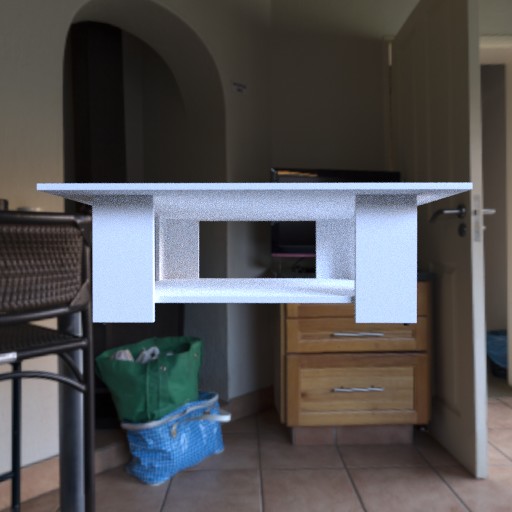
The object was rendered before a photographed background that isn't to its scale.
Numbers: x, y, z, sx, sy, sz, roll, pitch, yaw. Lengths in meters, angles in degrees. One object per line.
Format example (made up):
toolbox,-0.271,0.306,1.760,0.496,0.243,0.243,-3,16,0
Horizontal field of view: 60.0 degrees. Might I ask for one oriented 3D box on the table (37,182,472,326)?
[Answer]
table,0.000,0.000,1.350,0.890,0.305,0.890,0,0,1
